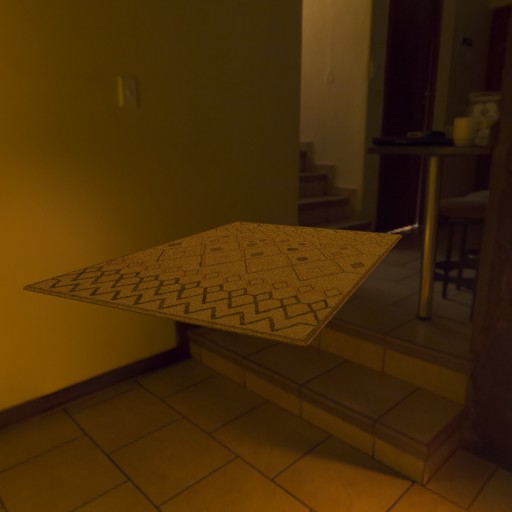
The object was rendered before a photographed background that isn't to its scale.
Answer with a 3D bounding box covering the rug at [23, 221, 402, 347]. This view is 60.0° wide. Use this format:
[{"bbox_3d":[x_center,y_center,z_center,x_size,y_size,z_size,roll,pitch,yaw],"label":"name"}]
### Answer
[{"bbox_3d":[0.000,0.000,2.338,1.219,0.016,1.829,7,15,25],"label":"rug"}]
